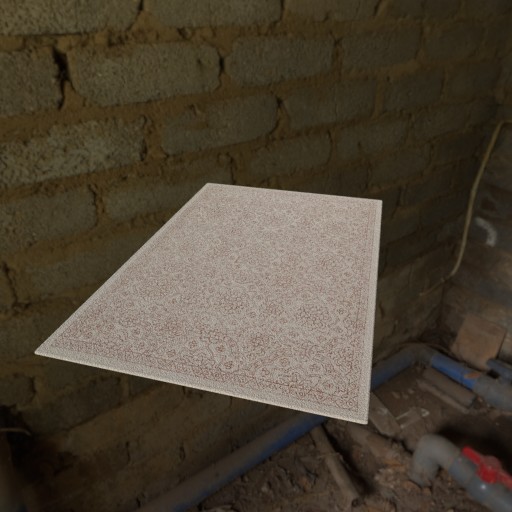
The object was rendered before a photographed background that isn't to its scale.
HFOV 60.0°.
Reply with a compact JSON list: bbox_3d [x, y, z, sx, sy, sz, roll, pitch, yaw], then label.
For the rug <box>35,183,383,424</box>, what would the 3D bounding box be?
[{"bbox_3d":[0.000,0.000,2.275,1.219,0.010,1.829,8,31,13],"label":"rug"}]
